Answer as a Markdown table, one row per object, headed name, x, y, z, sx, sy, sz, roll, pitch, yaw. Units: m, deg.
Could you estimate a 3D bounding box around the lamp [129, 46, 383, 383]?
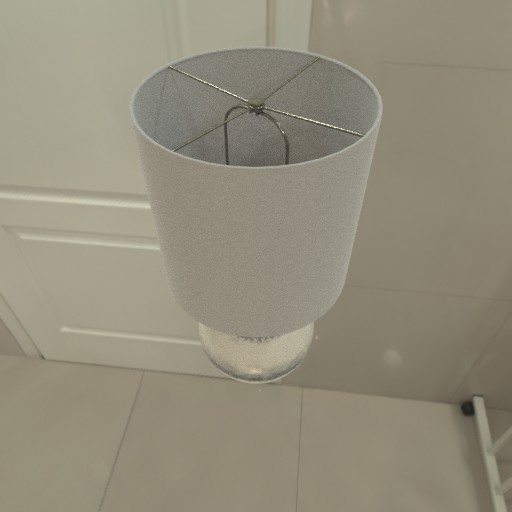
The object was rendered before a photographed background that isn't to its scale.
| name | x | y | z | sx | sy | sz | roll | pitch | yaw |
| --- | --- | --- | --- | --- | --- | --- | --- | --- | --- |
| lamp | 0.000 | 0.000 | 0.531 | 0.216 | 0.404 | 0.216 | 5 | 47 | 5 |
